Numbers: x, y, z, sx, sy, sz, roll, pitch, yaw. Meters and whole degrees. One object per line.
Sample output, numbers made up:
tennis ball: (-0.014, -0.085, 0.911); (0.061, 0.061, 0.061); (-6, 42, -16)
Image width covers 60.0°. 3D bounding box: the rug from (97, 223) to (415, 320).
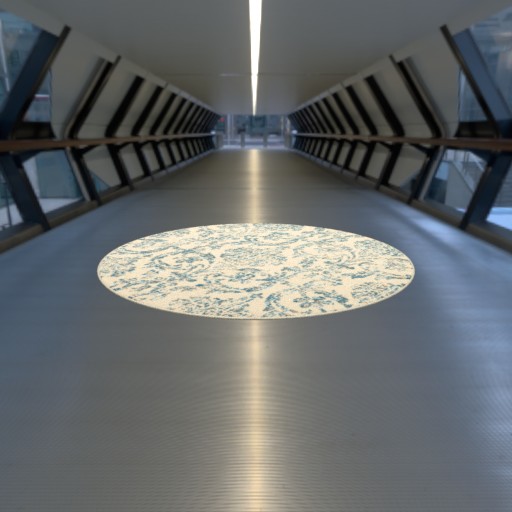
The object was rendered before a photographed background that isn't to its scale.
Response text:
rug: (0.000, 0.000, 2.350); (1.593, 0.012, 1.593); (0, 16, 0)
